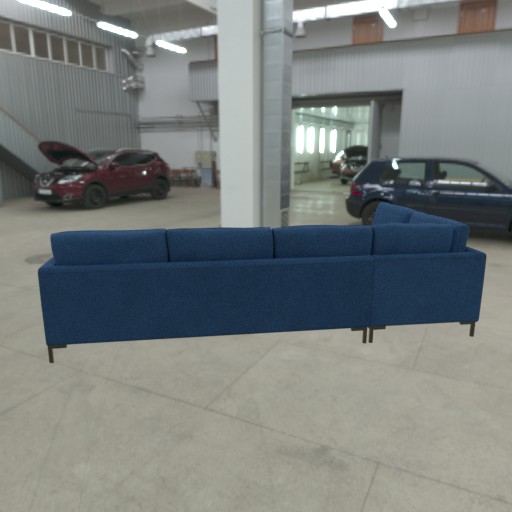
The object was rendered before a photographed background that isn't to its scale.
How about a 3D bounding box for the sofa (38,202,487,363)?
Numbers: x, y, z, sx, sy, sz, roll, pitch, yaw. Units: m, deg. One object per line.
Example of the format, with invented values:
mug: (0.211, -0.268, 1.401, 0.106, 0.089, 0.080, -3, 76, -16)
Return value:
sofa: (0.000, 0.000, 3.807, 2.949, 0.815, 2.007, -2, 14, -8)
